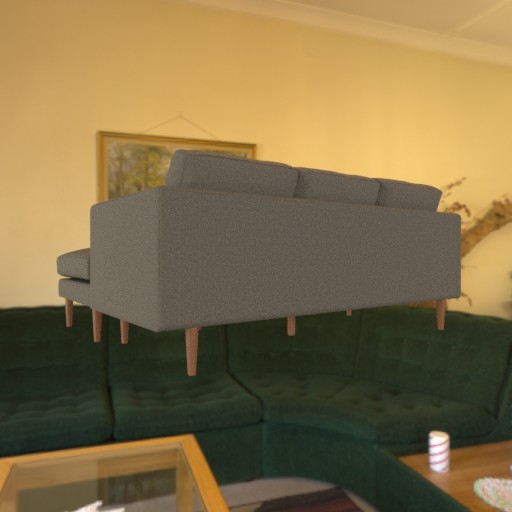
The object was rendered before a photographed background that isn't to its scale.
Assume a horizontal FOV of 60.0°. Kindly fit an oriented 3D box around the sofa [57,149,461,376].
[{"bbox_3d":[0.000,0.000,2.805,2.031,0.897,1.591,0,1,-36],"label":"sofa"}]
